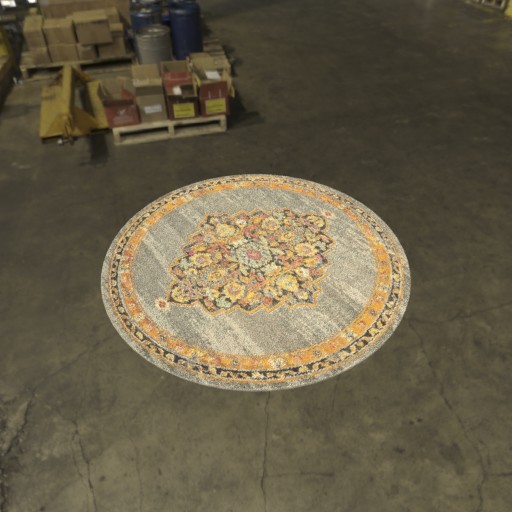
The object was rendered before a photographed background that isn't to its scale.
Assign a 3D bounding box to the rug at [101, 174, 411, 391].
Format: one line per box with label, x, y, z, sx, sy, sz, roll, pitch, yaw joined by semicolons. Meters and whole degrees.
rug;0.000;0.000;2.358;1.598;0.010;1.598;0;43;0
